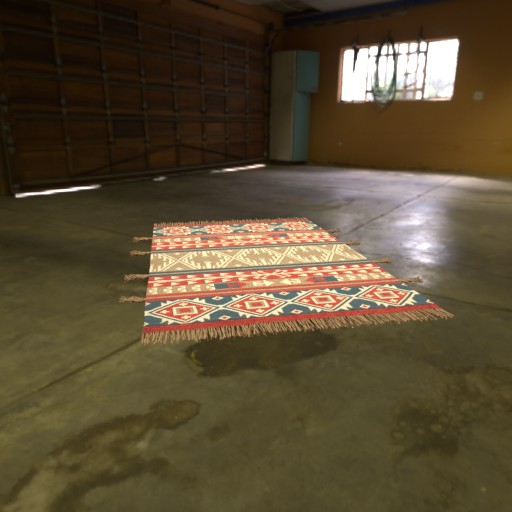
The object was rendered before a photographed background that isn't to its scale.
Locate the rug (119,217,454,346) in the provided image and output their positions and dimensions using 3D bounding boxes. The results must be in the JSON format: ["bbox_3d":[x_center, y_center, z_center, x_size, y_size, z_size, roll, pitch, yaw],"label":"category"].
[{"bbox_3d":[0.000,0.000,3.159,1.778,0.048,2.450,-3,17,-11],"label":"rug"}]
